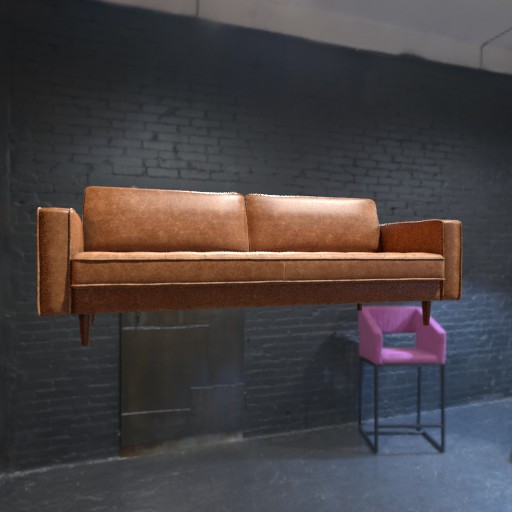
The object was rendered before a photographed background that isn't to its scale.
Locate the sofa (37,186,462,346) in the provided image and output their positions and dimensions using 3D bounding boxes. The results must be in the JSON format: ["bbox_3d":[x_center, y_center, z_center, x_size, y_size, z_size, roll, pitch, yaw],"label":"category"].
[{"bbox_3d":[0.000,0.000,2.539,2.199,0.779,0.886,0,0,-18],"label":"sofa"}]
